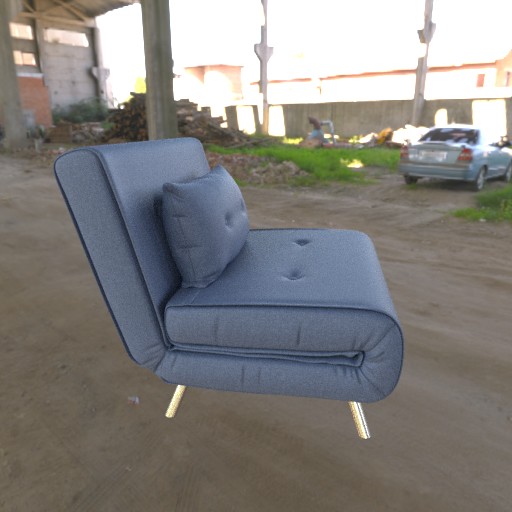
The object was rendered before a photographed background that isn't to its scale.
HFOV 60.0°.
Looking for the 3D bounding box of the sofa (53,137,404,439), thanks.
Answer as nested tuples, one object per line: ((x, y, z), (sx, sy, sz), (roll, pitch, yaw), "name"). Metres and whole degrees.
((0.000, 0.000, 1.716), (0.996, 0.860, 0.999), (3, 17, 9), "sofa")
